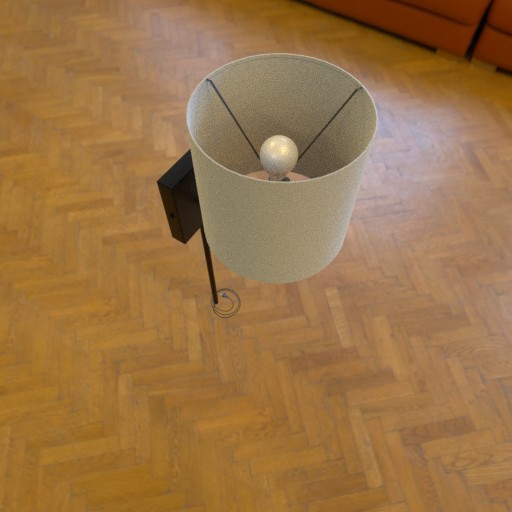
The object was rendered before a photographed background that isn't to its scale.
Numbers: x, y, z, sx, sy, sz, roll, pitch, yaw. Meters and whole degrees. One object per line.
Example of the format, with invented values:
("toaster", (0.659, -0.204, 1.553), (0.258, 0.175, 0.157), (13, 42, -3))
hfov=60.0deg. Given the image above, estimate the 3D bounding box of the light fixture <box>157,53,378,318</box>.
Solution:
("light fixture", (0.000, 0.000, 0.694), (0.248, 0.589, 0.188), (29, 62, 17))
